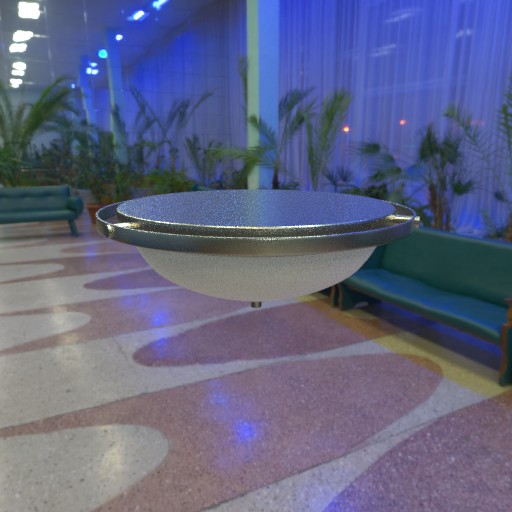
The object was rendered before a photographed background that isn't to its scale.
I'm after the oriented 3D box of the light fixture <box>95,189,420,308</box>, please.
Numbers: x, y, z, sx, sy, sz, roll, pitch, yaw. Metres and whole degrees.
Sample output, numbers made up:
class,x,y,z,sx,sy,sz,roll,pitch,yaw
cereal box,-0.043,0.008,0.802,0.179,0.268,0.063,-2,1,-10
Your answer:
class,x,y,z,sx,sy,sz,roll,pitch,yaw
light fixture,0.000,0.000,0.542,0.361,0.130,0.361,0,14,0
